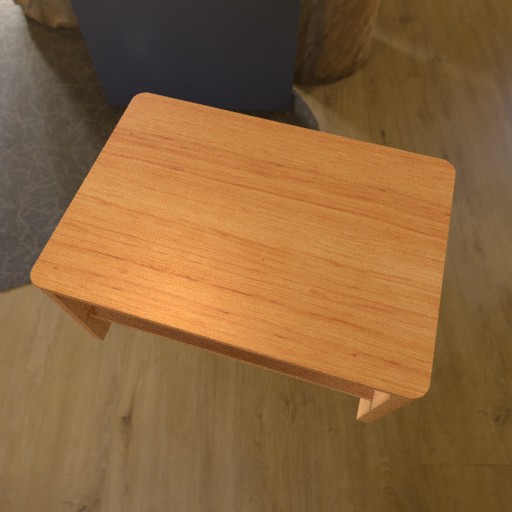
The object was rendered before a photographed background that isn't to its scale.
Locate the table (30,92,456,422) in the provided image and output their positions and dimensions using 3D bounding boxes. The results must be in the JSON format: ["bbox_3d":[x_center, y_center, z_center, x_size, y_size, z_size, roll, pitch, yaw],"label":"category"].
[{"bbox_3d":[0.000,0.000,1.385,0.997,0.445,0.696,15,64,8],"label":"table"}]
